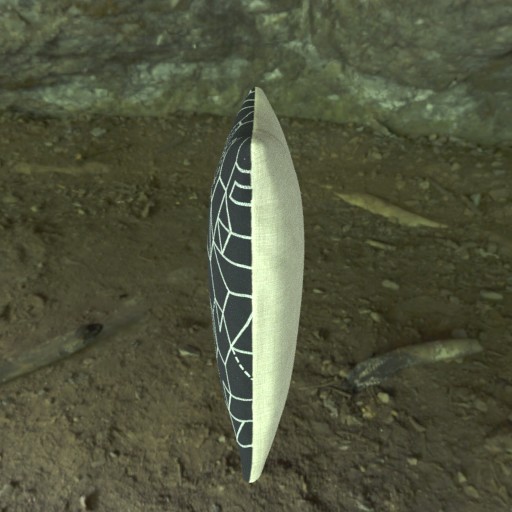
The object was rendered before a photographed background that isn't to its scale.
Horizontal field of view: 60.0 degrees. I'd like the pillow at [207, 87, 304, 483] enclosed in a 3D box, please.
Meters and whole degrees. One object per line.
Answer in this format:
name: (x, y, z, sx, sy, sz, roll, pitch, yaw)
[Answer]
pillow: (0.000, 0.000, 0.775, 0.158, 0.508, 0.517, 0, 26, 0)
